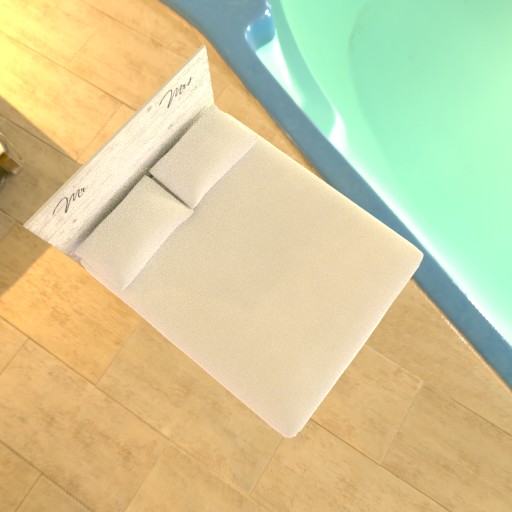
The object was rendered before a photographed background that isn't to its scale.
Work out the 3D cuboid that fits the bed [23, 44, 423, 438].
[{"bbox_3d":[0.000,0.000,3.194,2.094,1.335,1.745,38,78,10],"label":"bed"}]
